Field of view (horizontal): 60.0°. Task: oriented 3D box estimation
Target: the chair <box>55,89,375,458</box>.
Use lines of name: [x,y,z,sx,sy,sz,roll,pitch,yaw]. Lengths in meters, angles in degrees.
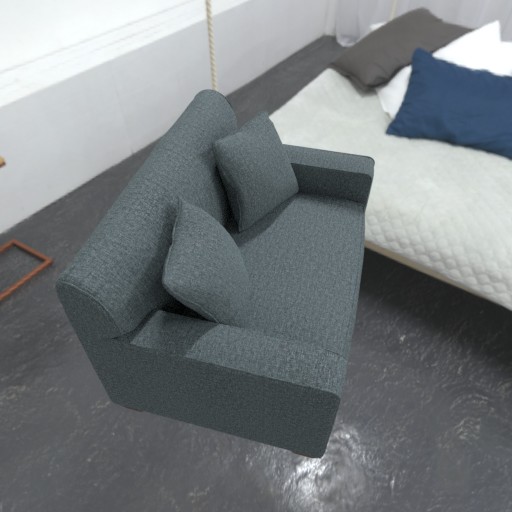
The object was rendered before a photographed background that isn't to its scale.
chair: [0.000,0.000,2.060,1.000,0.948,1.383,11,48,10]
